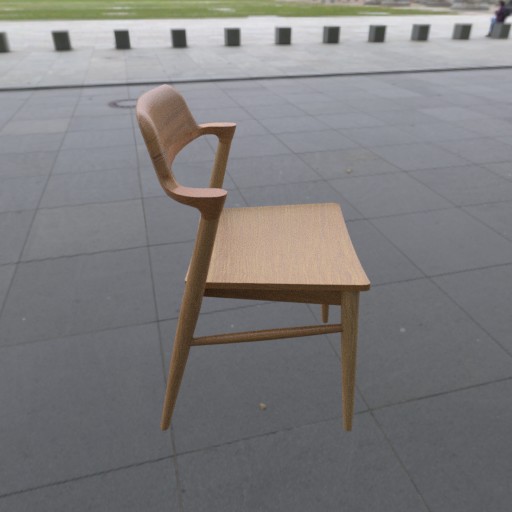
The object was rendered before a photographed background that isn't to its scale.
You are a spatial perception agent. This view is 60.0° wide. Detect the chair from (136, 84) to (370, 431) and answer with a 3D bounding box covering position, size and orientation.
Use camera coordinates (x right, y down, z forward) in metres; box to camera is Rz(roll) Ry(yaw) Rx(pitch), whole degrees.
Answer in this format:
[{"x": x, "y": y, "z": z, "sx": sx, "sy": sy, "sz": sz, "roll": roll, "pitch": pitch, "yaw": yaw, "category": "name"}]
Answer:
[{"x": 0.000, "y": 0.000, "z": 1.140, "sx": 0.499, "sy": 0.792, "sz": 0.512, "roll": 0, "pitch": 31, "yaw": 0, "category": "chair"}]
